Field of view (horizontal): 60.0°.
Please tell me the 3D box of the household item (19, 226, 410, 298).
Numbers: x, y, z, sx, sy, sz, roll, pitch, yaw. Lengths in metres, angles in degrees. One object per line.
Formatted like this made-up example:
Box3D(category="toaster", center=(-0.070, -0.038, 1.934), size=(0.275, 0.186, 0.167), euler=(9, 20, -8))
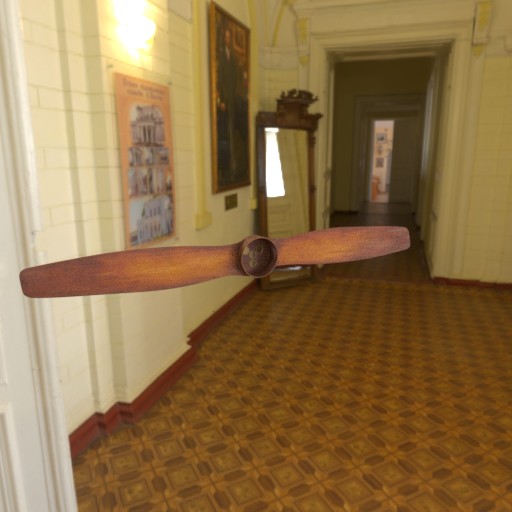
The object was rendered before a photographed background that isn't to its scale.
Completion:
Box3D(category="household item", center=(0.000, 0.000, 1.250), size=(1.181, 0.121, 0.051), euler=(-7, 15, -27))
